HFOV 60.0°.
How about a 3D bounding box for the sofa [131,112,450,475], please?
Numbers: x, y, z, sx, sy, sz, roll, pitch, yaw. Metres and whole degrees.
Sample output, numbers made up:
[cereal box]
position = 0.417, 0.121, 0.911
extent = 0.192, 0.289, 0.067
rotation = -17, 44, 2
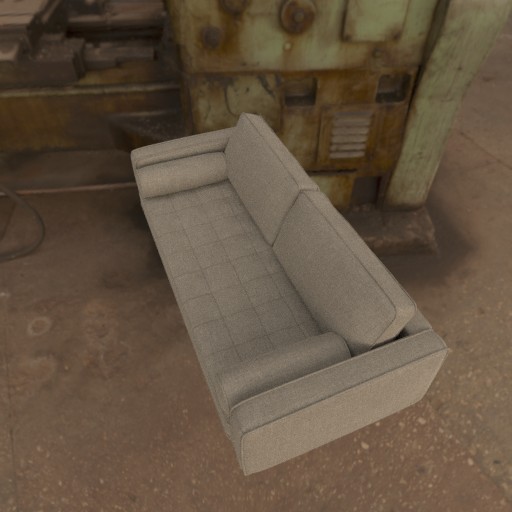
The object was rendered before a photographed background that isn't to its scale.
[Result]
[sofa]
position = 0.000, 0.000, 2.332
extent = 0.914, 0.762, 1.879
rotation = -17, 49, -15
